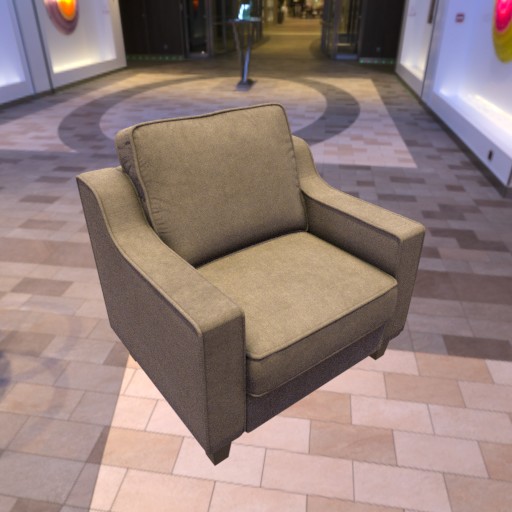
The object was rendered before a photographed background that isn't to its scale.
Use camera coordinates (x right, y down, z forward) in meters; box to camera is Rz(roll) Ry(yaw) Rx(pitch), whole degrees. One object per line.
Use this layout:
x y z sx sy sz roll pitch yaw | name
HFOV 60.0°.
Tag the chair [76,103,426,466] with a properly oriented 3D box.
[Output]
0.000 0.000 1.616 0.926 0.944 0.840 -21 36 -32 | chair
